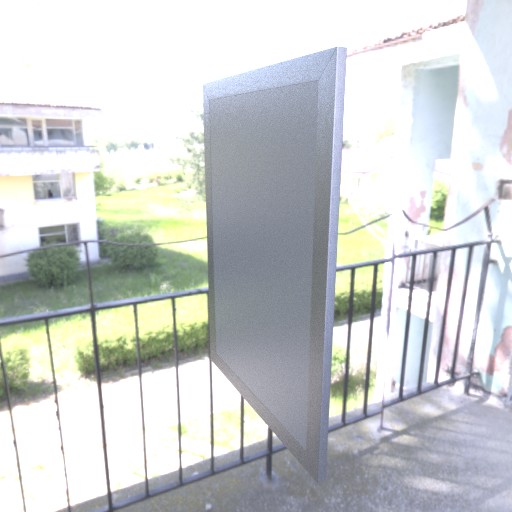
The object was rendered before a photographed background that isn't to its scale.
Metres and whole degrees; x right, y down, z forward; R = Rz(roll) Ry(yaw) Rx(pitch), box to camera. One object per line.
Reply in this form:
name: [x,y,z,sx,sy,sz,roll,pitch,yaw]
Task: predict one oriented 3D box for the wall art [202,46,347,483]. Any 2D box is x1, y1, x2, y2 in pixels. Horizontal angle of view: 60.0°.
wall art: [0.000,0.000,0.677,0.013,0.529,0.376,-8,17,-27]
